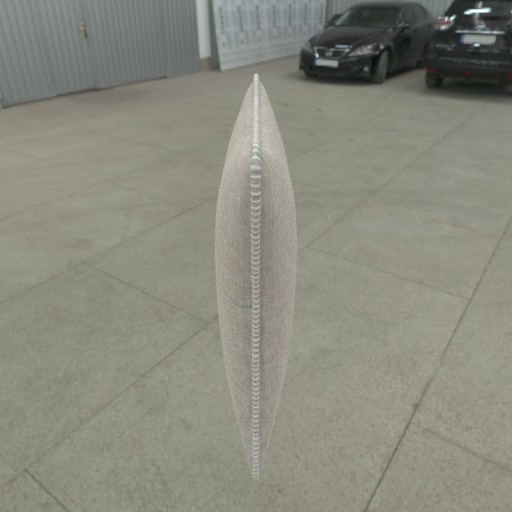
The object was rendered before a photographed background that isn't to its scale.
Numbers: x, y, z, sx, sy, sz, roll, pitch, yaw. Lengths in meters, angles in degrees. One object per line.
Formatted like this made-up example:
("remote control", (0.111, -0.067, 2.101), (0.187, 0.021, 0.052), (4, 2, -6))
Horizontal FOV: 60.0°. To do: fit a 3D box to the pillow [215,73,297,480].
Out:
("pillow", (0.000, 0.000, 0.718), (0.124, 0.494, 0.485), (0, 31, 0))
